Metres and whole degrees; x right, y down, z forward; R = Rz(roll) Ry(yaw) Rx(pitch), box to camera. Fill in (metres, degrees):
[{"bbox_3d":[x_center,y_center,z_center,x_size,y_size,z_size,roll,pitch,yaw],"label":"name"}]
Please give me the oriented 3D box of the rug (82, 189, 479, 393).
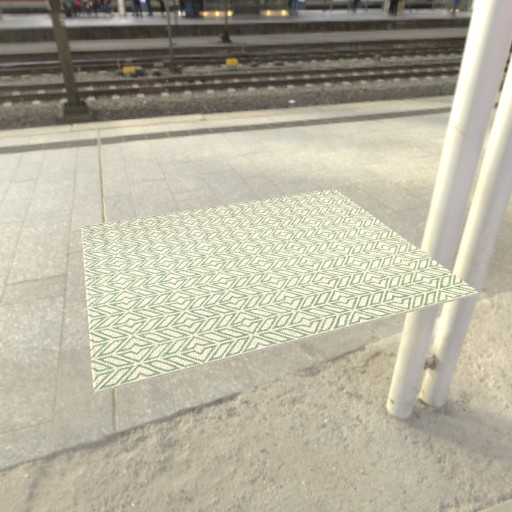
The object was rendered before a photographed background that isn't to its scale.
[{"bbox_3d":[0.000,0.000,4.186,3.050,0.017,2.441,-11,32,-18],"label":"rug"}]
